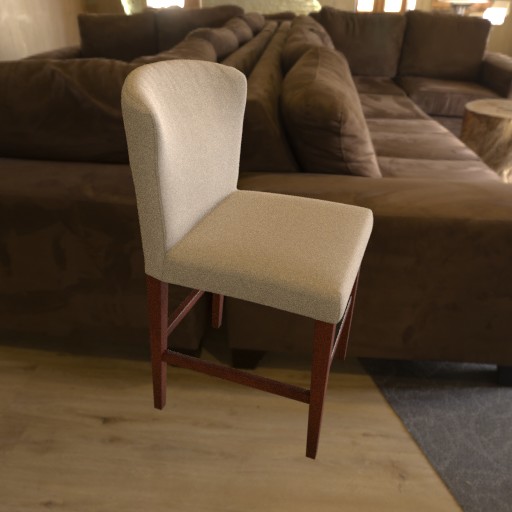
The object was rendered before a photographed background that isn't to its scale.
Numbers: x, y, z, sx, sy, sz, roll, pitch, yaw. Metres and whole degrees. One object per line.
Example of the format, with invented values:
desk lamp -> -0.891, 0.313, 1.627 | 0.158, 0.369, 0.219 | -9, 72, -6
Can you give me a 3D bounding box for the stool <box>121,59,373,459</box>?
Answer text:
stool -> 0.000, 0.000, 1.232 | 0.568, 0.968, 0.479 | 11, 33, 18
